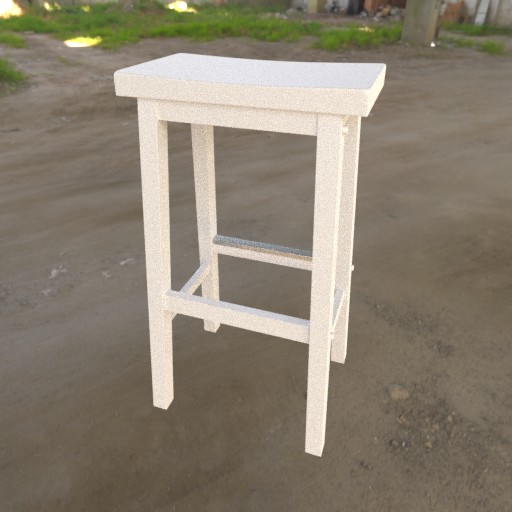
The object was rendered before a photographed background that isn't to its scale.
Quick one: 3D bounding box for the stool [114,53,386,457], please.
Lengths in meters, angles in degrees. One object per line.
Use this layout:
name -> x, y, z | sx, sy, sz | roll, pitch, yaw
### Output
stool -> 0.000, 0.000, 0.936 | 0.406, 0.742, 0.322 | 10, 33, 16
